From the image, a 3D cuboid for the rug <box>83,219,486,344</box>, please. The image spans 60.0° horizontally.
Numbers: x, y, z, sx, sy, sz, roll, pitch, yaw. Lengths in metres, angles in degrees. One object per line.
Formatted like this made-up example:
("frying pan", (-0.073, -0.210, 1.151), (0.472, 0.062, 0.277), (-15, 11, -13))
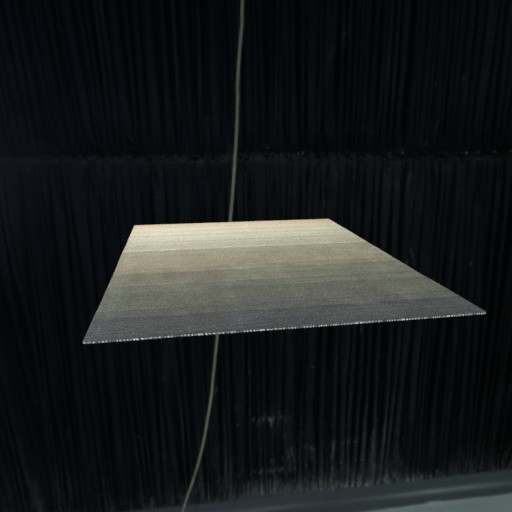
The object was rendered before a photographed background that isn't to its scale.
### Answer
("rug", (0.000, 0.000, 3.856), (2.315, 0.015, 2.932), (-3, 16, -9))
